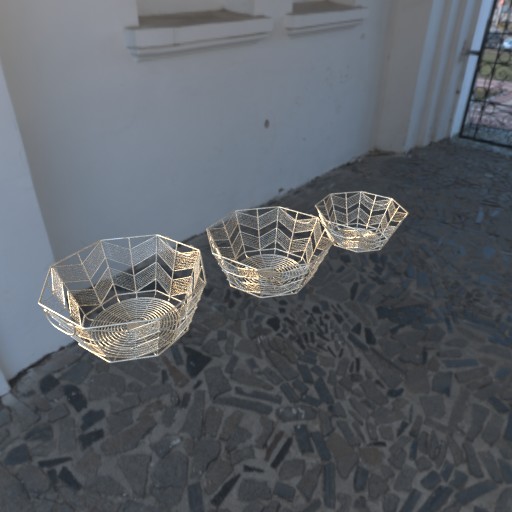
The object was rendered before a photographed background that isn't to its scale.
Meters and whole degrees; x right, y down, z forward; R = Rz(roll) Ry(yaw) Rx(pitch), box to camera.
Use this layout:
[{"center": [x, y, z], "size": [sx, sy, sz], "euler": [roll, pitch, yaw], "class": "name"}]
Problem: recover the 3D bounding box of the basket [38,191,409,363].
[{"center": [0.000, 0.000, 1.392], "size": [1.246, 0.178, 0.432], "euler": [-20, 37, -29], "class": "basket"}]
